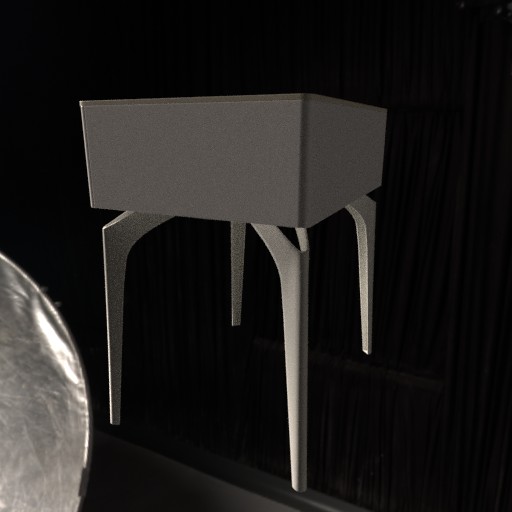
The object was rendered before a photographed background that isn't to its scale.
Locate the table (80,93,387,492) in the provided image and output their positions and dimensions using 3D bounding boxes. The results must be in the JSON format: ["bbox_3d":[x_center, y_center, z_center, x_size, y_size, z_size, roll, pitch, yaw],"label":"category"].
[{"bbox_3d":[0.000,0.000,0.889,0.400,0.570,0.500,8,18,25],"label":"table"}]
